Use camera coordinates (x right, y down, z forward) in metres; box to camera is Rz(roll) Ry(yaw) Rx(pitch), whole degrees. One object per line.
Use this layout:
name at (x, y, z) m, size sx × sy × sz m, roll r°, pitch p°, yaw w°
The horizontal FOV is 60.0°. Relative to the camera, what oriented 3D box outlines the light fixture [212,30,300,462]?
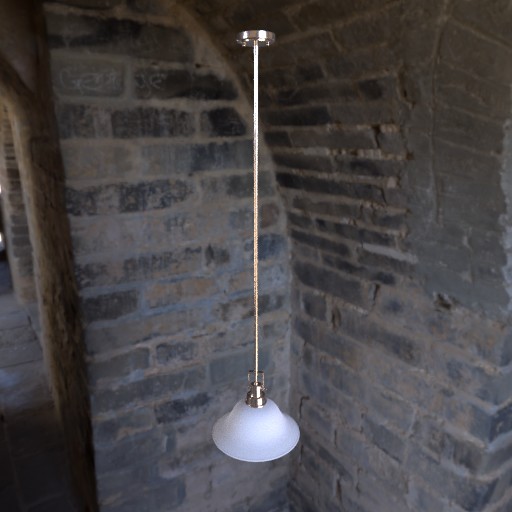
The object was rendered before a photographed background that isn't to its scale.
light fixture at (0.000, 0.000, 1.484) m, size 0.324 × 1.354 × 0.324 m, roll 2°, pitch 15°, yaw 9°
